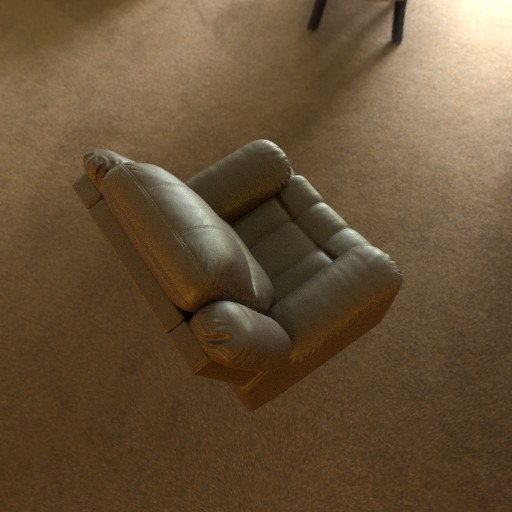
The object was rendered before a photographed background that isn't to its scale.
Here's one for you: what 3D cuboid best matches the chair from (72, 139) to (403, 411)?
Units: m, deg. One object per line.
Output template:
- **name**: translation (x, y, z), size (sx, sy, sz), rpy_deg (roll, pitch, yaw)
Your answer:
- **chair**: translation (0.000, 0.000, 1.721), size (0.934, 1.009, 0.899), rpy_deg (-30, 62, -18)
